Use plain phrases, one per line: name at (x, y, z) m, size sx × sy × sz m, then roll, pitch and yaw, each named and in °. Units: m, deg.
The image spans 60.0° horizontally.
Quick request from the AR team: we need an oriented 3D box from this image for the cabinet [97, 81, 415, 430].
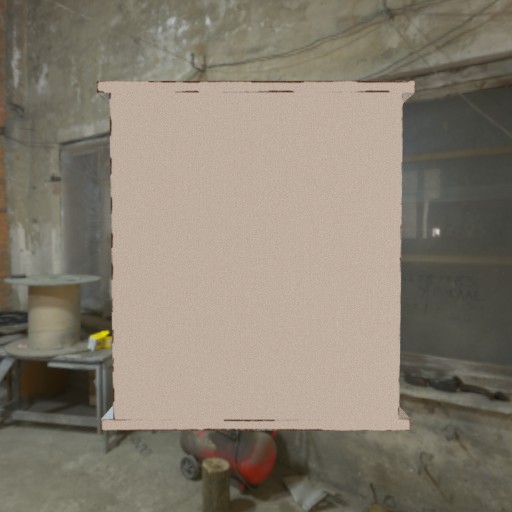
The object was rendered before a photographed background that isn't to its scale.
cabinet at (0.000, 0.000, 0.868) m, size 0.541 × 0.603 × 0.210 m, roll 0°, pitch 2°, yaw 0°
